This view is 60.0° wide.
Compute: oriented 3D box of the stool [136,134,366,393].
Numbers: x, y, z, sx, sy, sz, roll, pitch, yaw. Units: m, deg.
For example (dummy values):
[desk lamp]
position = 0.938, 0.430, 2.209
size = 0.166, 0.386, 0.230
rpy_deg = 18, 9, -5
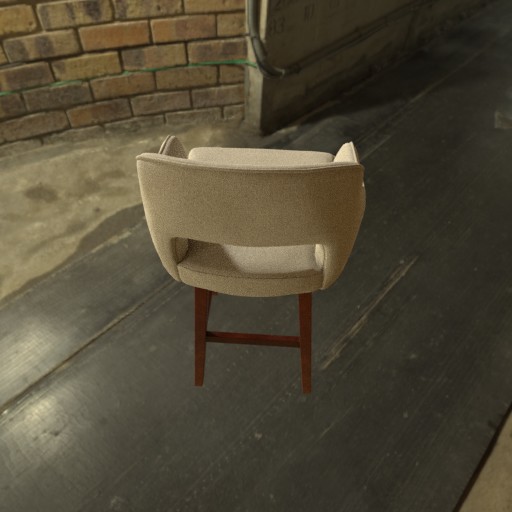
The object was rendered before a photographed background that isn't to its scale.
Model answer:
[stool]
position = 0.000, 0.000, 1.346
size = 0.550, 1.041, 0.560
rpy_deg = 3, 48, 3
